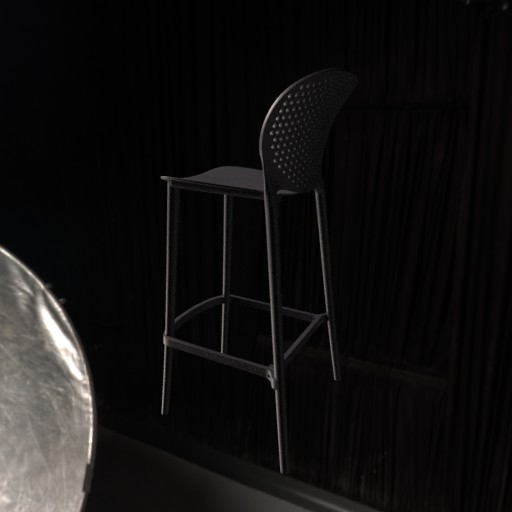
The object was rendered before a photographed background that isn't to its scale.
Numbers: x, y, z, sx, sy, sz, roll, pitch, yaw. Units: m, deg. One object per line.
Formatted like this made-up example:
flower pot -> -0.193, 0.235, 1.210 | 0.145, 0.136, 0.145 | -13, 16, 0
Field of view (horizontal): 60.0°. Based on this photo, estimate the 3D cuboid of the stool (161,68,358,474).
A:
stool -> 0.000, 0.000, 1.380 | 0.535, 1.045, 0.536 | 8, 18, 25
